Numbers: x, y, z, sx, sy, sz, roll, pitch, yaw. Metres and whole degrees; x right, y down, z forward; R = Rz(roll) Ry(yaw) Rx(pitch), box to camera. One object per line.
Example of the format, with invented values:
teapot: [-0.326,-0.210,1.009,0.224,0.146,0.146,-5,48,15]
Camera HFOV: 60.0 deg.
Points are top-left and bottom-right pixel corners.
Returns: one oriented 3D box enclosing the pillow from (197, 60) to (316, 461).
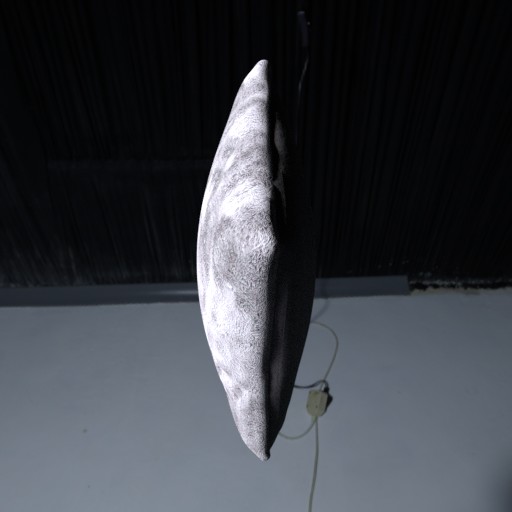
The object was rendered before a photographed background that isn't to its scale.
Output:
pillow: [0.000,0.000,0.799,0.204,0.520,0.522,0,42,0]
